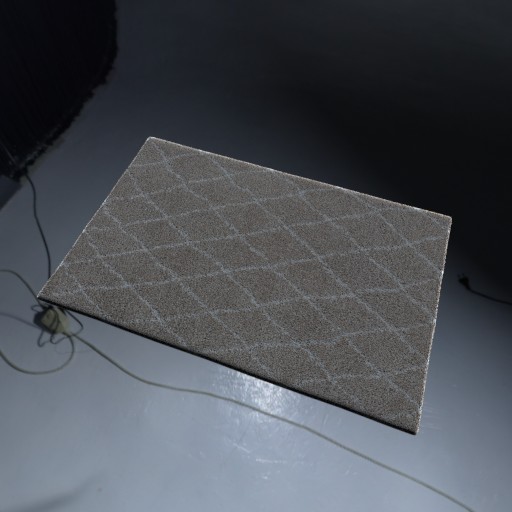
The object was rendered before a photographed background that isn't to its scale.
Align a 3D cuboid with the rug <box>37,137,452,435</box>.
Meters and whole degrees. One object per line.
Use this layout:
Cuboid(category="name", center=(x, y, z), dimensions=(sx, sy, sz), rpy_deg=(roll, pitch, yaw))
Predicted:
Cuboid(category="rug", center=(0.000, 0.000, 3.404), dimensions=(2.743, 0.030, 1.778), rpy_deg=(17, 59, 11))
